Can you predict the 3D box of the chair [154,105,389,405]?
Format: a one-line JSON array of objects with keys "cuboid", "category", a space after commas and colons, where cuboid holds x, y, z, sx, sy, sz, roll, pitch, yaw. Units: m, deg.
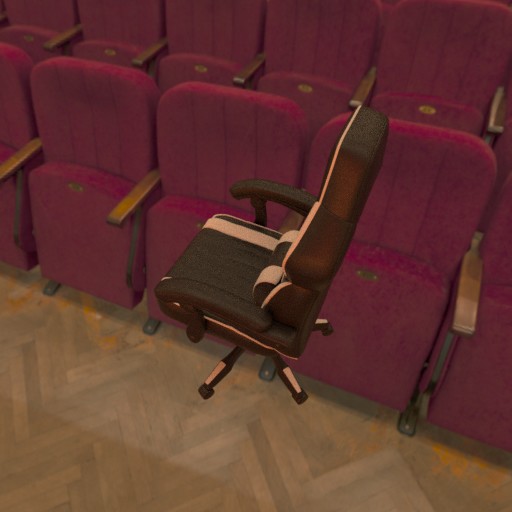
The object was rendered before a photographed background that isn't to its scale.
[{"cuboid": [0.000, 0.000, 1.612, 0.700, 1.200, 0.676, 17, 49, 16], "category": "chair"}]
